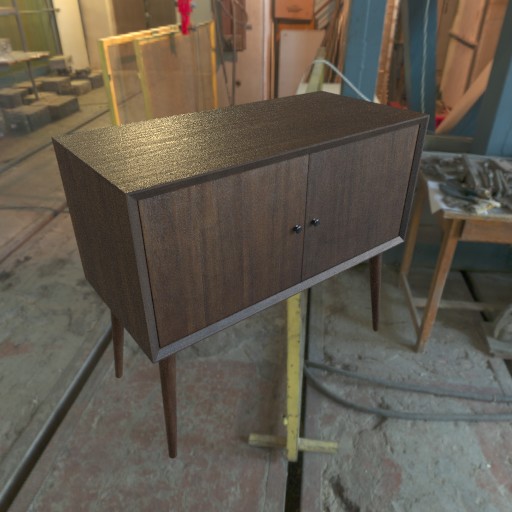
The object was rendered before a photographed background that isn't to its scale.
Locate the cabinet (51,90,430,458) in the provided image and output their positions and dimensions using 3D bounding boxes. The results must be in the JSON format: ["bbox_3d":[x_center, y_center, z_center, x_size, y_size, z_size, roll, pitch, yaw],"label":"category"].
[{"bbox_3d":[0.000,0.000,1.116,0.743,0.654,0.354,-22,38,-32],"label":"cabinet"}]
